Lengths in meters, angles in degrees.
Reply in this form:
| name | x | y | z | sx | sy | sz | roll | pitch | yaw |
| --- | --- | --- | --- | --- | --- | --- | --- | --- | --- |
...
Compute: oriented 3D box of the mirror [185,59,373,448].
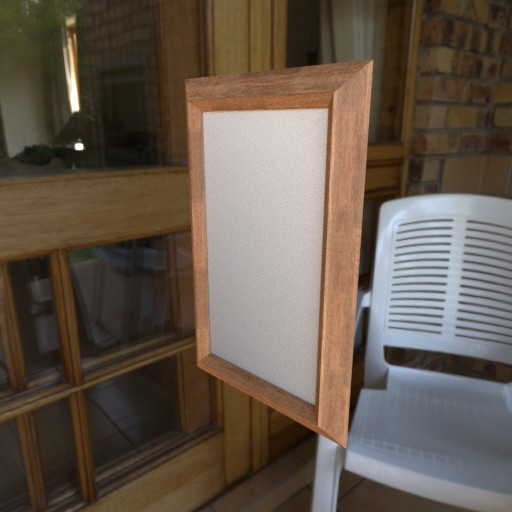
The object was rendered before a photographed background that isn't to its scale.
| name | x | y | z | sx | sy | sz | roll | pitch | yaw |
| --- | --- | --- | --- | --- | --- | --- | --- | --- | --- |
| mirror | 0.000 | 0.000 | 1.300 | 0.651 | 1.010 | 0.047 | 15 | 22 | 41 |
